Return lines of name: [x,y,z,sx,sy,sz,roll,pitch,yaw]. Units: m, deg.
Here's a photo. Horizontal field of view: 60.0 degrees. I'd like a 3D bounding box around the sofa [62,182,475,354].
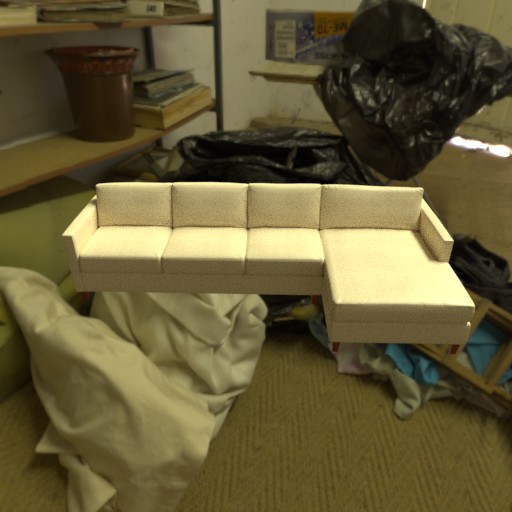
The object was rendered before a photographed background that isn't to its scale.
sofa: [0.000,0.000,4.134,3.471,0.954,1.603,1,31,1]
